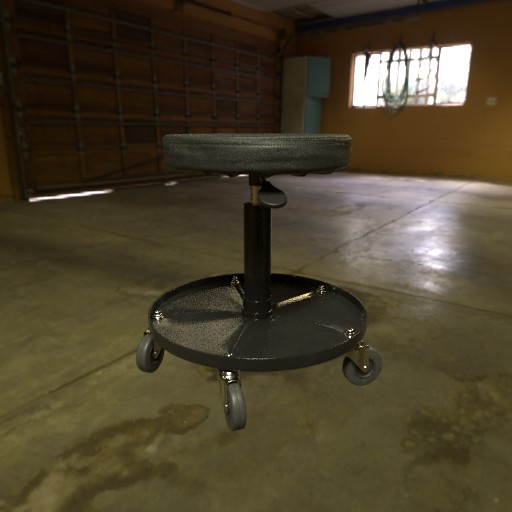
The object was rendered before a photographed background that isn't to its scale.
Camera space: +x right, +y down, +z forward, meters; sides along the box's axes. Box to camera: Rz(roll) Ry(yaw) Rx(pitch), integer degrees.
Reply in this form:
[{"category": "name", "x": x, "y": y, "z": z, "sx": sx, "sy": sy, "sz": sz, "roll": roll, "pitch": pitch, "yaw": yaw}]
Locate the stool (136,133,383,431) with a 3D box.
[{"category": "stool", "x": 0.000, "y": 0.000, "z": 0.689, "sx": 0.381, "sy": 0.365, "sz": 0.382, "roll": -3, "pitch": 16, "yaw": -9}]
